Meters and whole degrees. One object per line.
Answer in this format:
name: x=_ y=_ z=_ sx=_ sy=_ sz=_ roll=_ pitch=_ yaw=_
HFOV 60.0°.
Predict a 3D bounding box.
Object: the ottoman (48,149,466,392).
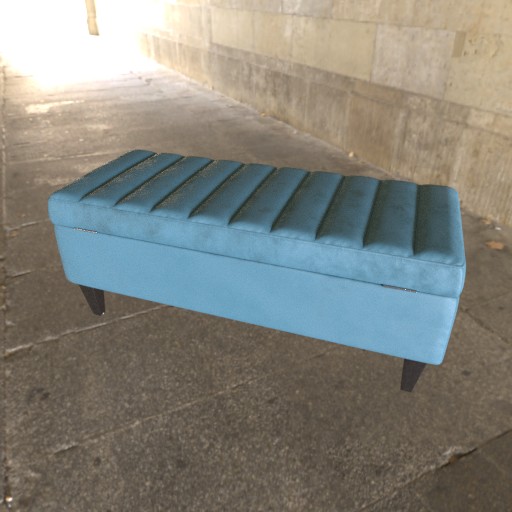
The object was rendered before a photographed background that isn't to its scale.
ottoman: x=0.000 y=0.000 z=1.420 sx=1.151 sy=0.469 sz=0.482 roll=10 pitch=33 yaw=16
